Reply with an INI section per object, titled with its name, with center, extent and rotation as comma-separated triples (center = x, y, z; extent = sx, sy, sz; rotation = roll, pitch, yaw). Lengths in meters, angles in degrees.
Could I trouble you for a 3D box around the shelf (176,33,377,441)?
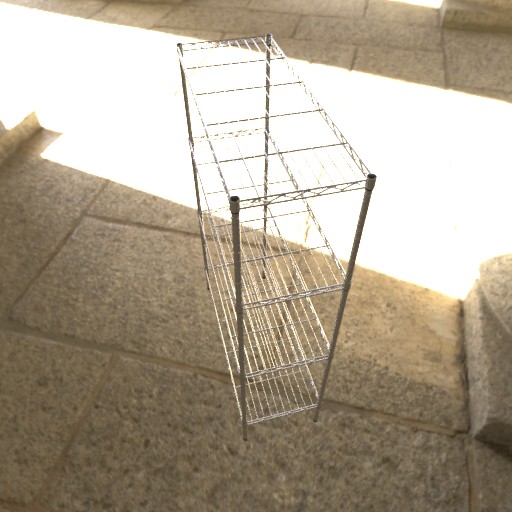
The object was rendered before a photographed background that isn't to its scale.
[shelf]
center = 0.000, 0.000, 1.787
extent = 0.352, 1.360, 0.907
rotation = -11, 48, -10
